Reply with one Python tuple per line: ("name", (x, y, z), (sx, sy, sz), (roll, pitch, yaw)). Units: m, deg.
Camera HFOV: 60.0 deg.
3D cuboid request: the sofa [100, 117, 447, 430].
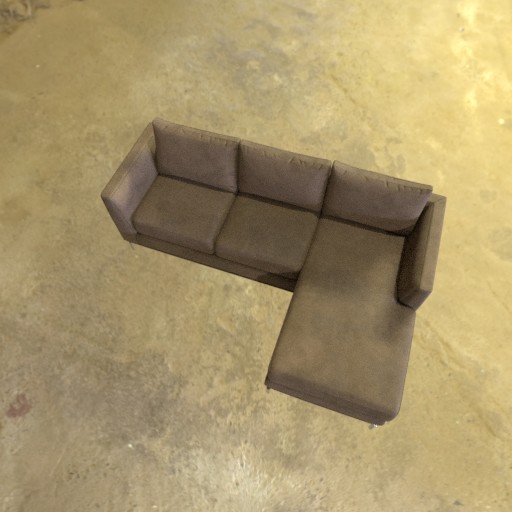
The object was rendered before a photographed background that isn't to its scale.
("sofa", (0.000, 0.000, 3.296), (2.438, 0.987, 1.622), (17, 60, 10))
